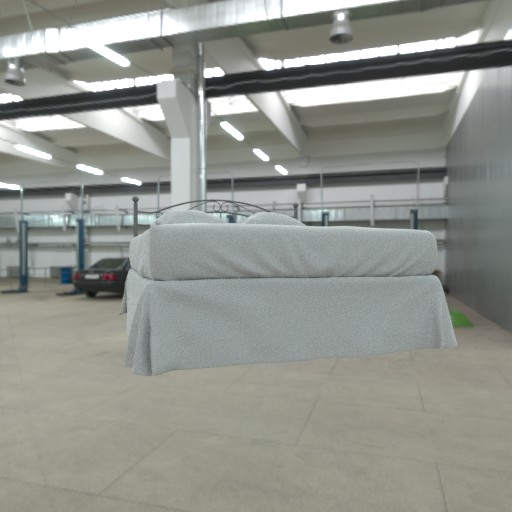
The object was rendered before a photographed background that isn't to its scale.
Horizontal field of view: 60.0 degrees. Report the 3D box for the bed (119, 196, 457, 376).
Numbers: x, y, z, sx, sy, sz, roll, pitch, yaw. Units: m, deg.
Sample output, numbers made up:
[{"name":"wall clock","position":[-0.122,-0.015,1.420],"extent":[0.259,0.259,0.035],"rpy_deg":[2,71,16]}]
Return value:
[{"name":"bed","position":[0.000,0.000,3.281],"extent":[1.936,1.080,2.215],"rpy_deg":[0,0,-19]}]
